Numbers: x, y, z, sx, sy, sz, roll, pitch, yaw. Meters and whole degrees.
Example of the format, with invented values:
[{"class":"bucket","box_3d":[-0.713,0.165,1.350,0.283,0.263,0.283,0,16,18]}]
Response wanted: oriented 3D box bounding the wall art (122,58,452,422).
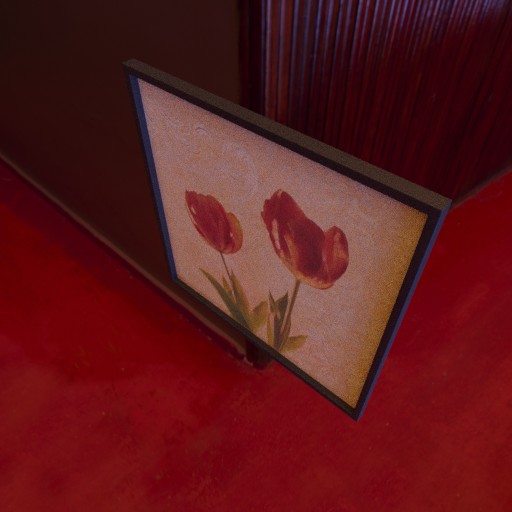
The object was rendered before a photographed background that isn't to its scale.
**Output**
[{"class":"wall art","box_3d":[0.000,0.000,1.173,0.805,0.807,0.043,32,55,27]}]
